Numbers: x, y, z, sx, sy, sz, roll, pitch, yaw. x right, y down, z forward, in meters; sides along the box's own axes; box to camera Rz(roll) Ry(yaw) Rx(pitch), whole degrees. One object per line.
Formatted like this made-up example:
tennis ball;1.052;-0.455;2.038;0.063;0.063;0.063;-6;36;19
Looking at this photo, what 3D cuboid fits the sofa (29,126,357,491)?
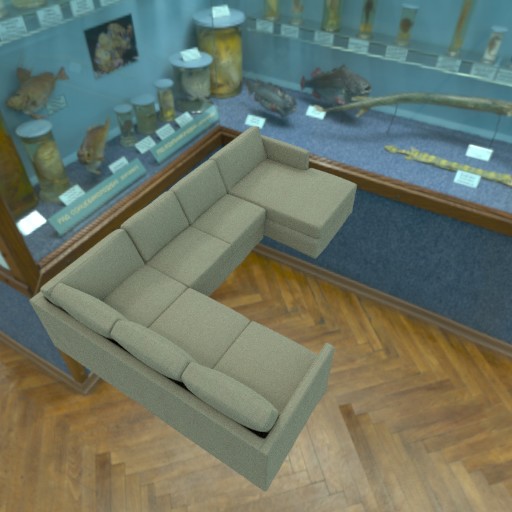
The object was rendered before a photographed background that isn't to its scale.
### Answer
sofa;0.000;0.000;4.531;2.427;0.882;3.460;24;50;23
